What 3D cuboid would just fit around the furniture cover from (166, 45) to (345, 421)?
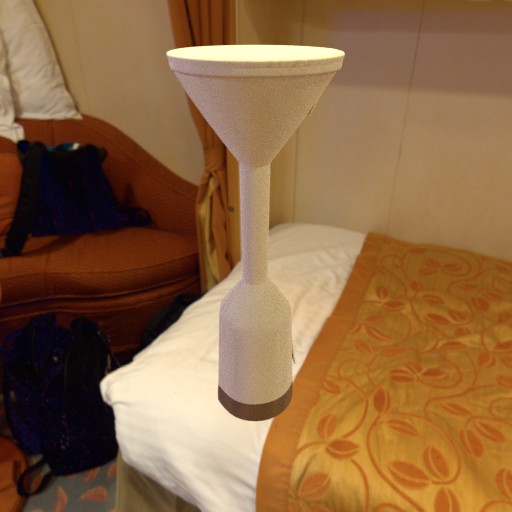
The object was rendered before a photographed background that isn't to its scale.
[{"bbox_3d":[0.000,0.000,2.862,0.914,2.413,0.914,-10,30,-18],"label":"furniture cover"}]
